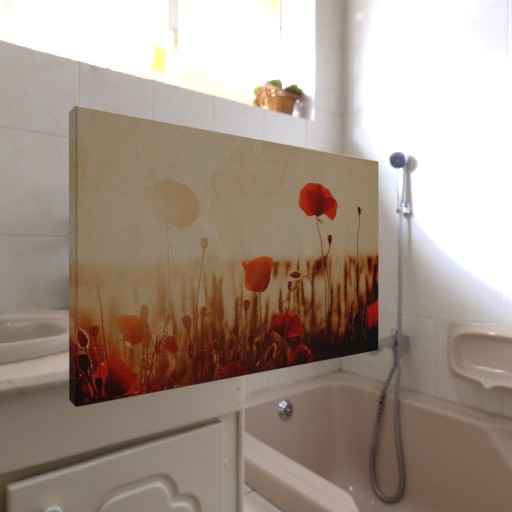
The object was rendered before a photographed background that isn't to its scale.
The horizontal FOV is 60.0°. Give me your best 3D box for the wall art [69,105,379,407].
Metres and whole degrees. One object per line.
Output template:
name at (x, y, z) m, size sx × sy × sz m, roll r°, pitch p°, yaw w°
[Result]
wall art at (0.000, 0.000, 0.781) m, size 0.613 × 0.402 × 0.040 m, roll 0°, pitch 0°, yaw -35°
